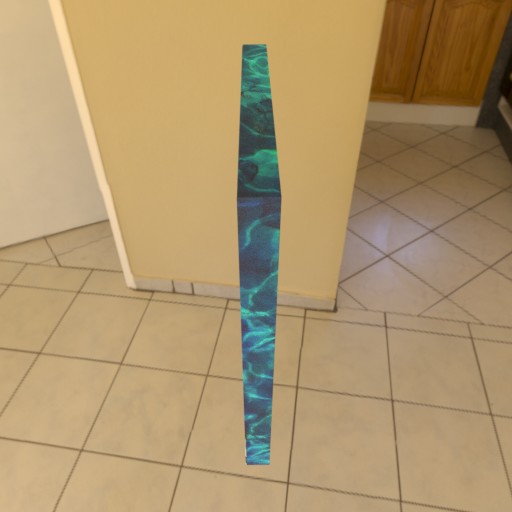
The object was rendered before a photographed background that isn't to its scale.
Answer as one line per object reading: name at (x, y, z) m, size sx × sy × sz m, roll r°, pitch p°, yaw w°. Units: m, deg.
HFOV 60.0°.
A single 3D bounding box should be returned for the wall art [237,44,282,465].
wall art at (0.000, 0.000, 0.702) m, size 0.038 × 0.508 × 0.432 m, roll 0°, pitch 41°, yaw -1°
